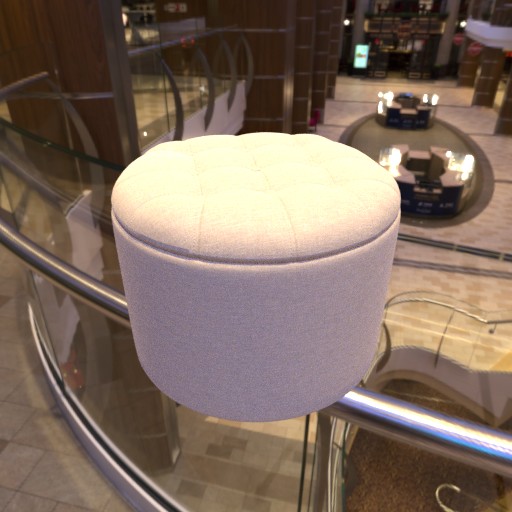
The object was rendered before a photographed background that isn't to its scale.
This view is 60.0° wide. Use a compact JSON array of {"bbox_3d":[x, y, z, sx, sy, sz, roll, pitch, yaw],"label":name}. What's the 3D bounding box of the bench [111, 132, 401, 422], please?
[{"bbox_3d":[0.000,0.000,1.026,0.600,0.454,0.600,0,31,0],"label":"bench"}]
